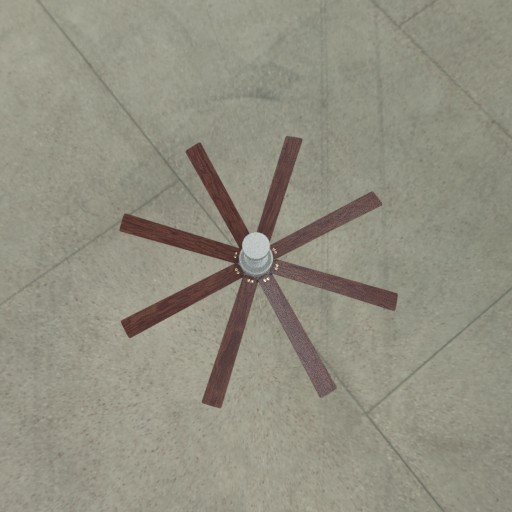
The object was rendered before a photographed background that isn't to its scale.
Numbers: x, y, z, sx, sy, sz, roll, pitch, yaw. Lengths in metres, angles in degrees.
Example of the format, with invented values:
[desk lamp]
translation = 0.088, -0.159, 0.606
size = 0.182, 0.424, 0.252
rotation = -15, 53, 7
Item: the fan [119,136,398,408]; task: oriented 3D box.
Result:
[fan]
translation = 0.000, 0.000, 2.695
size = 1.830, 0.472, 1.830
rotation = 16, 76, 4
